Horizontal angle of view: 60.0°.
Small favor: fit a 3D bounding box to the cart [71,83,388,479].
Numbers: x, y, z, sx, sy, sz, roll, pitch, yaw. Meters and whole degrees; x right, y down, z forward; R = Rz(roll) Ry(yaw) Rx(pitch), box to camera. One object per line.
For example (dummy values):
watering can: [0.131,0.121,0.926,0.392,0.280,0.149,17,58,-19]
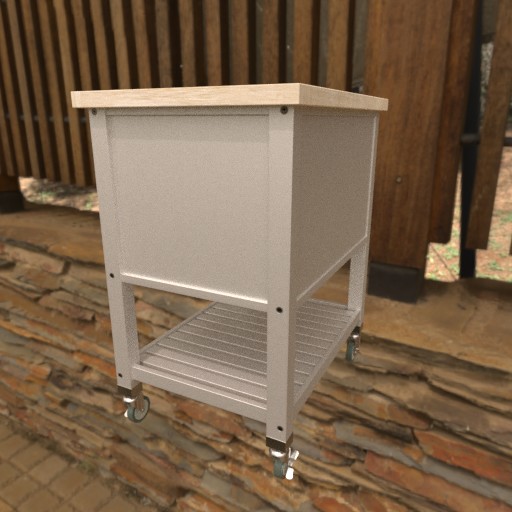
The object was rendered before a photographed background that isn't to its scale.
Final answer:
cart: [0.000,0.000,1.347,0.559,0.914,0.762,9,19,26]
